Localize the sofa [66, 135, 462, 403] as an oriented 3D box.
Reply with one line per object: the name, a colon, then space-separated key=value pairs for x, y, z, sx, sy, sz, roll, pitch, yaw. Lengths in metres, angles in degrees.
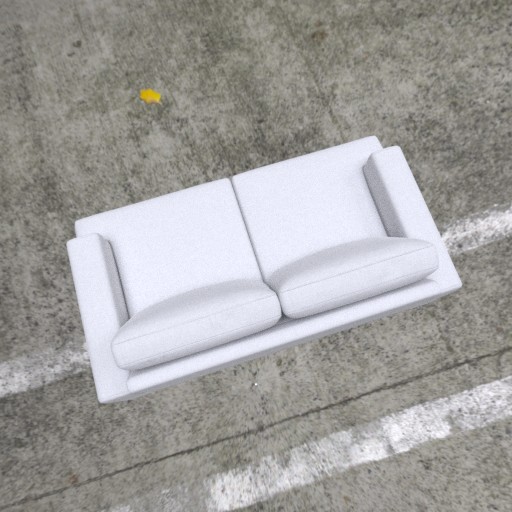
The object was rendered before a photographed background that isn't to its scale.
sofa: x=0.000 y=0.000 z=2.161 sx=1.650 sy=0.810 sz=0.920 roll=-17 pitch=75 yaw=-5
